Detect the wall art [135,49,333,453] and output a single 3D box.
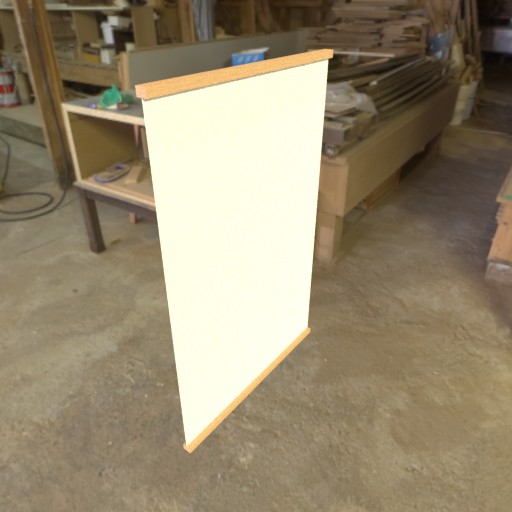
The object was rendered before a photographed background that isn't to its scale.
[{"bbox_3d":[0.000,0.000,1.878,0.040,1.510,0.991,22,37,31],"label":"wall art"}]
